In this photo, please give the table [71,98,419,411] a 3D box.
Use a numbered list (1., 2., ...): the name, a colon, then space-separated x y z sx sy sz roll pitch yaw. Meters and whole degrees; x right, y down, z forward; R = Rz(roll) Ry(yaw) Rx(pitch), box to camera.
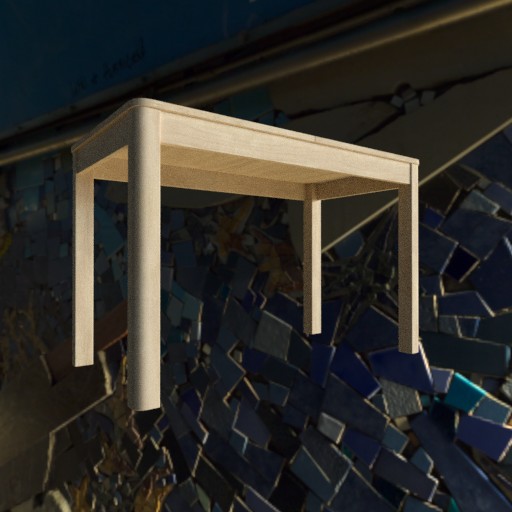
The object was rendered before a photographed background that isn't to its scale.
1. table: 0.000 0.000 1.969 1.400 0.900 0.750 0 0 -36
